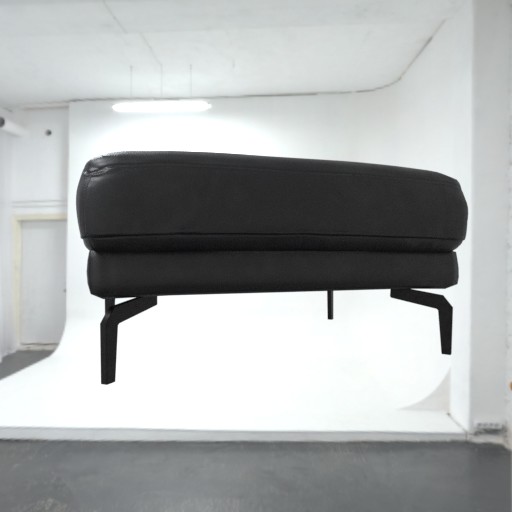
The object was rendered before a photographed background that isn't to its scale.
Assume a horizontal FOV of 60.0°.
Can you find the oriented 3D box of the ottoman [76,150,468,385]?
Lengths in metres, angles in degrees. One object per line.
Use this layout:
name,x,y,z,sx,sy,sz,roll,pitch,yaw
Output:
ottoman,0.000,0.000,1.044,0.764,0.402,0.570,0,0,-18
